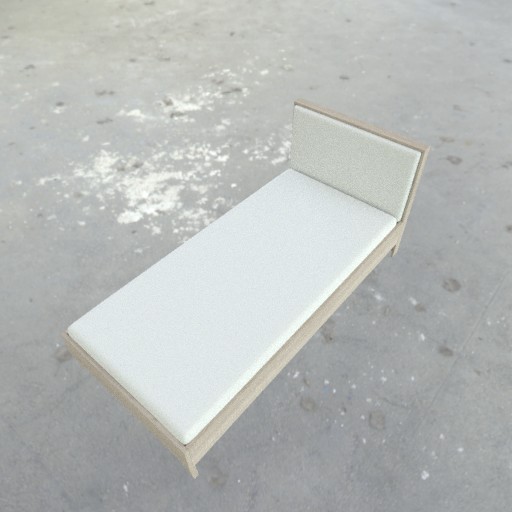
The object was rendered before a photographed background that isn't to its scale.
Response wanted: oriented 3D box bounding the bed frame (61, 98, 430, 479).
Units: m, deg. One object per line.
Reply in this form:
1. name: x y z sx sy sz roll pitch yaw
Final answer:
1. bed frame: 0.000 0.000 2.696 0.990 0.920 2.140 31 53 27
